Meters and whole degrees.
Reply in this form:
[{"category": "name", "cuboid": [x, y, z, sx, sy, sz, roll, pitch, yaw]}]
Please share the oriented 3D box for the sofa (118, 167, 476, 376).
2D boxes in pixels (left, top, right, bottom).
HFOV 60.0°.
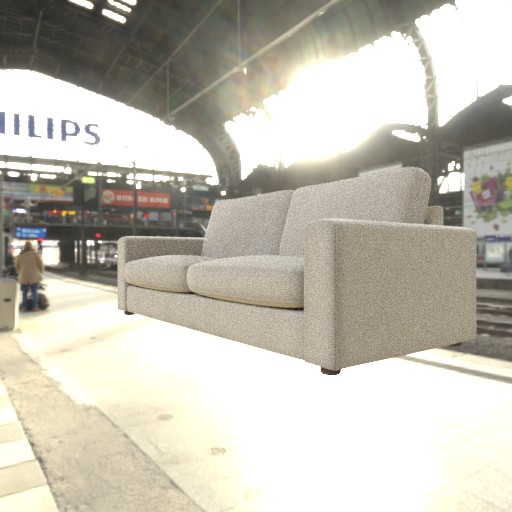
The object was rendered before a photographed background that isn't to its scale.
[{"category": "sofa", "cuboid": [0.000, 0.000, 2.681, 1.016, 0.873, 2.179, 0, 0, -37]}]
